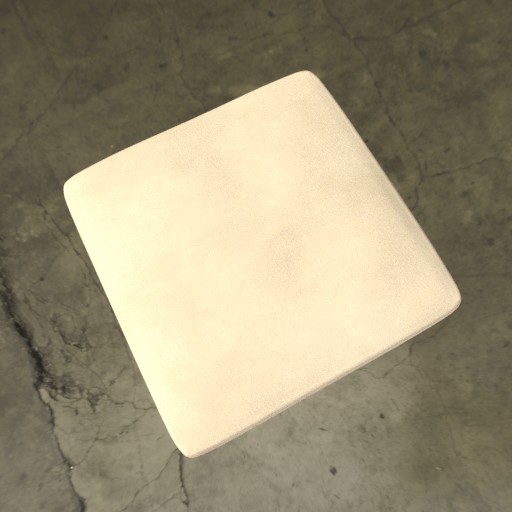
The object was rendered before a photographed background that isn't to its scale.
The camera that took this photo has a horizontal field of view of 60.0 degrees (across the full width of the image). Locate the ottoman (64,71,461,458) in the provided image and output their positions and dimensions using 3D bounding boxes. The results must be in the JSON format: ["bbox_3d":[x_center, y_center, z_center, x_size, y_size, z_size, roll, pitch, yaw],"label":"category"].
[{"bbox_3d":[0.000,0.000,1.353,0.842,0.441,0.843,-27,76,-7],"label":"ottoman"}]
